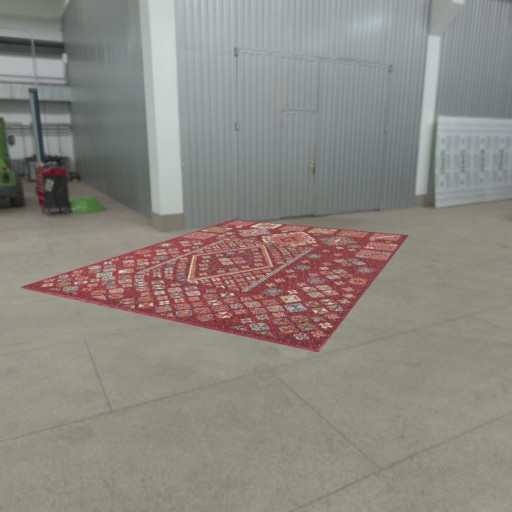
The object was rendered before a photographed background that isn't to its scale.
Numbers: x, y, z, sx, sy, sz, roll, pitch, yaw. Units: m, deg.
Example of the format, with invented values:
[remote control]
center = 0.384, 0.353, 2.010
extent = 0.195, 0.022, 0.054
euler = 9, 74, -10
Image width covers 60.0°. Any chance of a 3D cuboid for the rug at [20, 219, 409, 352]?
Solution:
[rug]
center = 0.000, 0.000, 2.845
extent = 1.579, 0.007, 2.184
euler = 7, 16, 26
